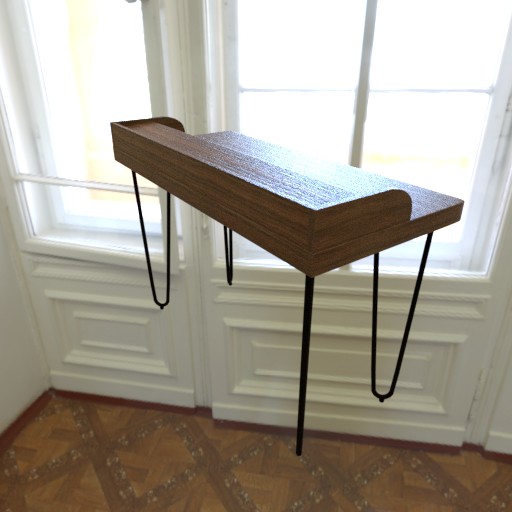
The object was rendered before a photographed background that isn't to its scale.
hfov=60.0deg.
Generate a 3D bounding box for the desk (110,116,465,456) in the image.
[{"bbox_3d":[0.000,0.000,1.644,0.565,0.854,1.200,-18,32,-31],"label":"desk"}]
